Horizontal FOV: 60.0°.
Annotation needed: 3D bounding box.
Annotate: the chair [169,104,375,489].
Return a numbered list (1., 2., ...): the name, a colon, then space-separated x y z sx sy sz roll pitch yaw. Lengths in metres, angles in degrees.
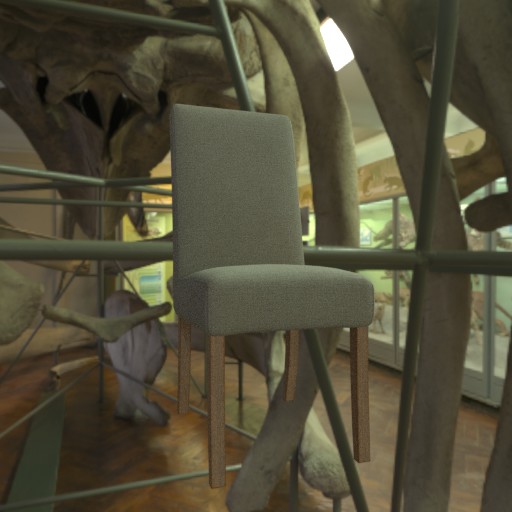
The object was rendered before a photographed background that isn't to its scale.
1. chair: 0.000 0.000 1.335 0.450 1.033 0.611 0 1 -19
